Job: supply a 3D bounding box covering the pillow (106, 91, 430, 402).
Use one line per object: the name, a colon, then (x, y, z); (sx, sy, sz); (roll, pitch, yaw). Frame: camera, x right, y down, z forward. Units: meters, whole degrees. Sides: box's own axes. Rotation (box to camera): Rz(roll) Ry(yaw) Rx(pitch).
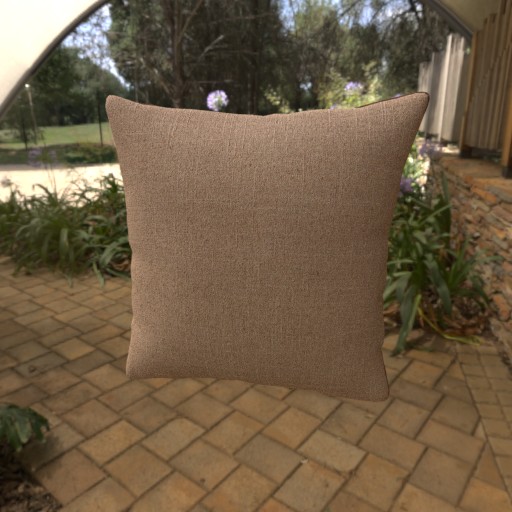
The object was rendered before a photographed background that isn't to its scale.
pillow: (0.000, 0.000, 0.649); (0.437, 0.448, 0.147); (3, 16, 9)
